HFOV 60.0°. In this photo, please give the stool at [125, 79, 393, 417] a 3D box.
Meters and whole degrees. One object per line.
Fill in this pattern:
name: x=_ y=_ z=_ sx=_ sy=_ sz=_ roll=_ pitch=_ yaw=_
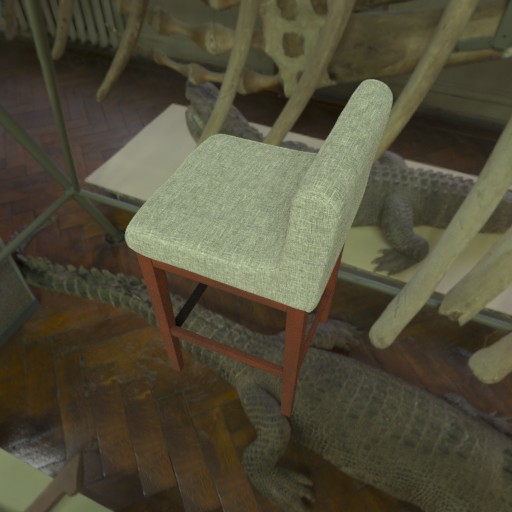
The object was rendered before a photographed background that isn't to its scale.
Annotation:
stool: x=0.000 y=0.000 z=1.137 sx=0.459 sy=0.835 sz=0.417 roll=17 pitch=49 yaw=16
